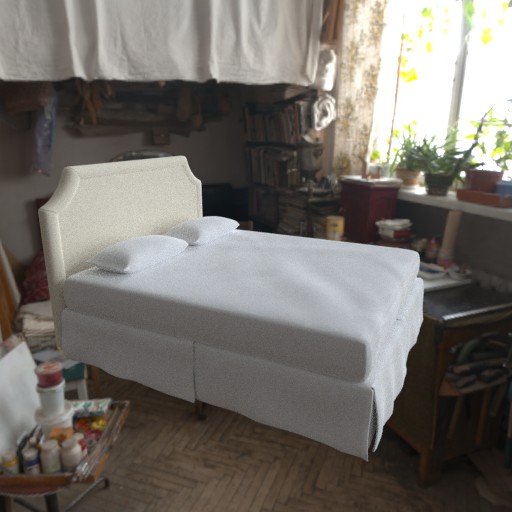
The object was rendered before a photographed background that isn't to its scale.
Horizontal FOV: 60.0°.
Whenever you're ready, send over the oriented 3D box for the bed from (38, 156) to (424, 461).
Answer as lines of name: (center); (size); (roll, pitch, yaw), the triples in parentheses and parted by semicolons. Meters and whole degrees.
bed: (0.000, 0.000, 3.974); (2.773, 1.590, 2.350); (8, 18, 26)
